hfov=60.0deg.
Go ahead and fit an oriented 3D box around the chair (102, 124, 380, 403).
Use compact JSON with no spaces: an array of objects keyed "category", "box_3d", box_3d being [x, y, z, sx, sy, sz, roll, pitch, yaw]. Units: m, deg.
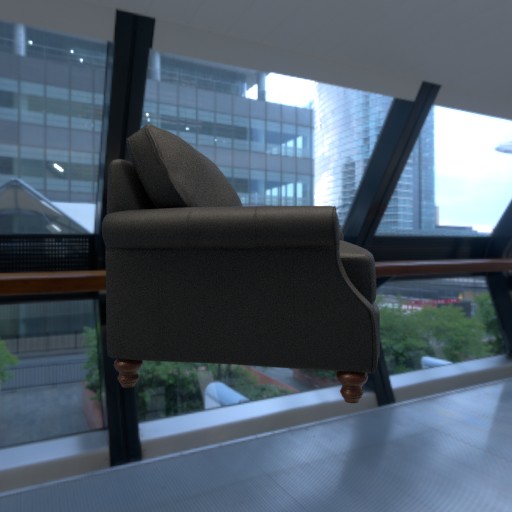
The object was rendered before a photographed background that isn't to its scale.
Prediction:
[{"category":"chair","box_3d":[0.000,0.000,1.893,1.027,0.960,1.015,0,0,17]}]
